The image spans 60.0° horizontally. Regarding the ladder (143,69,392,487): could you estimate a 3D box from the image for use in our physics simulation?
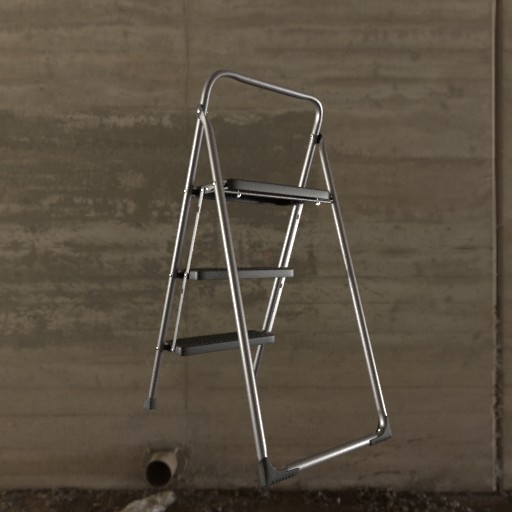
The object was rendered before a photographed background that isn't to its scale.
[{"bbox_3d":[0.000,0.000,1.270,0.430,0.945,0.629,0,0,-37],"label":"ladder"}]
